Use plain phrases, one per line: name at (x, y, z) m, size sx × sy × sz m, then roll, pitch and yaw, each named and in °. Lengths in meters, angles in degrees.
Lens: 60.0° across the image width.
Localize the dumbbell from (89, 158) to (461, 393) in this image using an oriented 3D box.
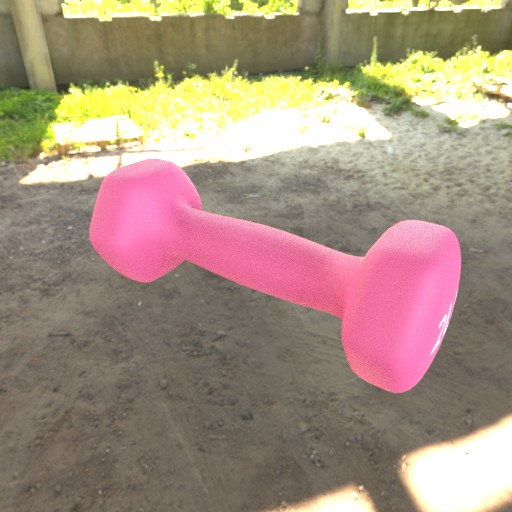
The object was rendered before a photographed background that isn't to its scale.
dumbbell at (0.000, 0.000, 0.175) m, size 0.146 × 0.053 × 0.058 m, roll 19°, pitch 35°, yaw 29°
